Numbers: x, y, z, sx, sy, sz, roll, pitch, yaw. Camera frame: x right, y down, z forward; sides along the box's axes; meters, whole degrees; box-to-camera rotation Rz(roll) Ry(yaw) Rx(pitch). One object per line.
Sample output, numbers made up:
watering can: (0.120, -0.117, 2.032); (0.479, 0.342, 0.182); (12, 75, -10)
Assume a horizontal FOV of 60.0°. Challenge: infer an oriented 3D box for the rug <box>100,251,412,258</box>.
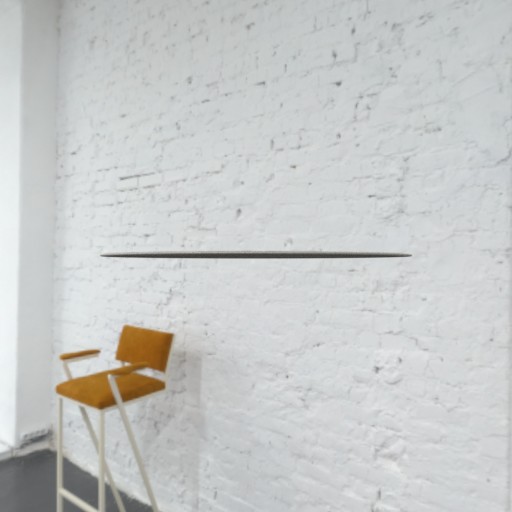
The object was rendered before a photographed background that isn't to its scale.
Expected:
rug: (0.000, 0.000, 2.397); (1.593, 0.012, 1.593); (0, -1, 0)
